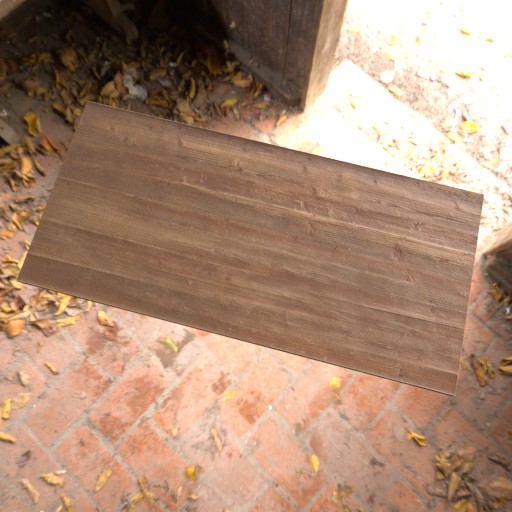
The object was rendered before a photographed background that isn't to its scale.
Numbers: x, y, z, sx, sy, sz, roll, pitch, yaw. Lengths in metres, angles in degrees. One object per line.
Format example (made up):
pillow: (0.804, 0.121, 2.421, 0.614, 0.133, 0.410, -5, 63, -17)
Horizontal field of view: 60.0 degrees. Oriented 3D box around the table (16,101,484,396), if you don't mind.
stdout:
table: (0.000, 0.000, 2.429, 2.003, 0.760, 0.952, 14, 77, 3)
